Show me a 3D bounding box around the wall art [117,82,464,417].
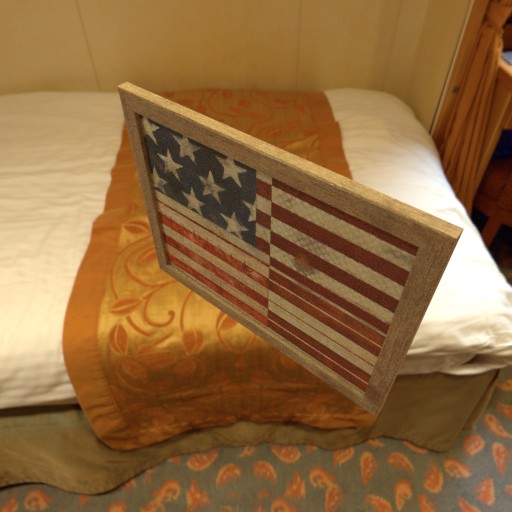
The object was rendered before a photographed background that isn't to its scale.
[{"bbox_3d":[0.000,0.000,0.924,0.690,0.535,0.026,30,53,26],"label":"wall art"}]
